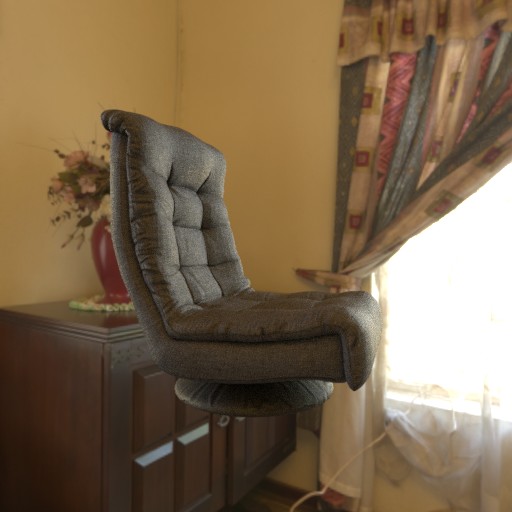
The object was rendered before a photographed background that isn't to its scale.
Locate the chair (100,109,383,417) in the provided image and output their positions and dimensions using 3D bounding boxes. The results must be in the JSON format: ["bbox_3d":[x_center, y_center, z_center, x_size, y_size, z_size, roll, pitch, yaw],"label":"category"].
[{"bbox_3d":[0.000,0.000,1.230,0.668,0.749,0.597,0,1,18],"label":"chair"}]
